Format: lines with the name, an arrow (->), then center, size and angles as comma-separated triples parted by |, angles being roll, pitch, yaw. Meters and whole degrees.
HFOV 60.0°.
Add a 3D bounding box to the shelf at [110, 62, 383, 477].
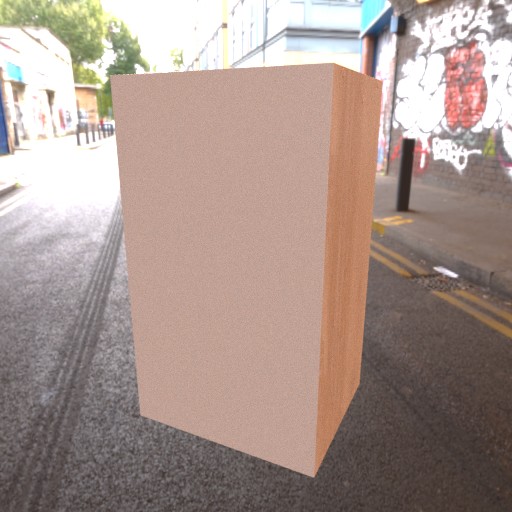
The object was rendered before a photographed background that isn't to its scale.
shelf -> 0.000, 0.000, 0.804 | 0.350, 0.600, 0.290 | 8, 19, 25
